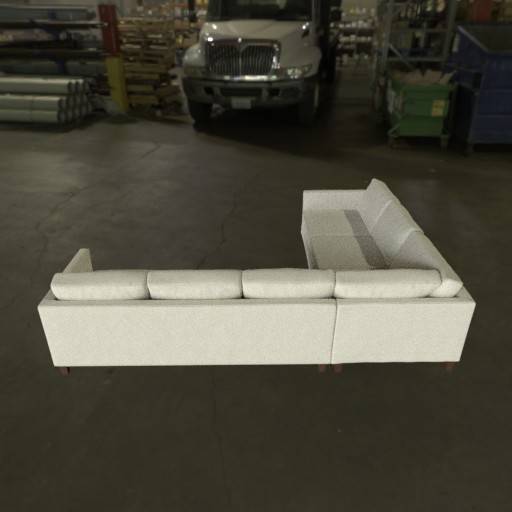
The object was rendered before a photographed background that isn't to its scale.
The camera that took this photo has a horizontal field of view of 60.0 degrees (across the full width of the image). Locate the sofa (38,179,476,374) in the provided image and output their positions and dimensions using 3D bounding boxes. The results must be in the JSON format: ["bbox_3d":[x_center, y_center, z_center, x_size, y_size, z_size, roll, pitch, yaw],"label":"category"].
[{"bbox_3d":[0.000,0.000,4.361,3.182,0.863,2.432,0,28,-1],"label":"sofa"}]
